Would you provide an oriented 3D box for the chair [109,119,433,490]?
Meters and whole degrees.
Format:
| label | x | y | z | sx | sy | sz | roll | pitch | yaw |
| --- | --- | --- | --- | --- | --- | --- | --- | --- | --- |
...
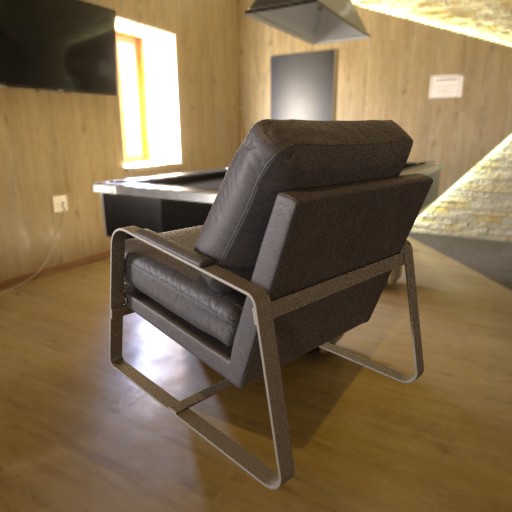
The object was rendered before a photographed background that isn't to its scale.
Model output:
| label | x | y | z | sx | sy | sz | roll | pitch | yaw |
| --- | --- | --- | --- | --- | --- | --- | --- | --- | --- |
| chair | 0.000 | 0.000 | 1.430 | 0.692 | 0.839 | 0.878 | -15 | 22 | -42 |
